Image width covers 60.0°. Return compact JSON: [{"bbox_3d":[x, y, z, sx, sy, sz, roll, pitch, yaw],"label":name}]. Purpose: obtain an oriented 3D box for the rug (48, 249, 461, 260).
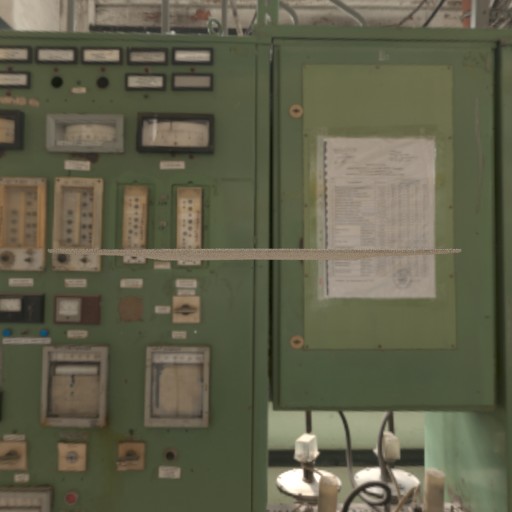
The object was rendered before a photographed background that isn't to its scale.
[{"bbox_3d":[0.000,0.000,4.739,2.757,0.051,3.626,0,-1,1],"label":"rug"}]
